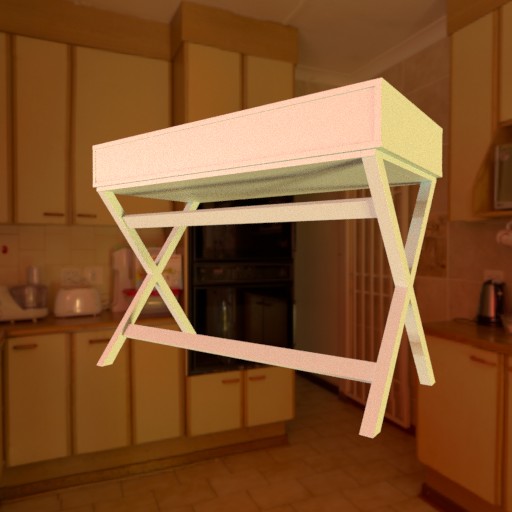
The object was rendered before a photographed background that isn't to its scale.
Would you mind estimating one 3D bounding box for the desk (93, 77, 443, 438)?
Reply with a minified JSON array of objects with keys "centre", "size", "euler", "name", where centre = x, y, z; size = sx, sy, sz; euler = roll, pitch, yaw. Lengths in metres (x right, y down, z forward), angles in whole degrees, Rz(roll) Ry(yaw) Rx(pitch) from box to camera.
[{"centre":[0.000,0.000,1.478],"size":[1.057,0.780,0.525],"euler":[1,1,36],"name":"desk"}]
